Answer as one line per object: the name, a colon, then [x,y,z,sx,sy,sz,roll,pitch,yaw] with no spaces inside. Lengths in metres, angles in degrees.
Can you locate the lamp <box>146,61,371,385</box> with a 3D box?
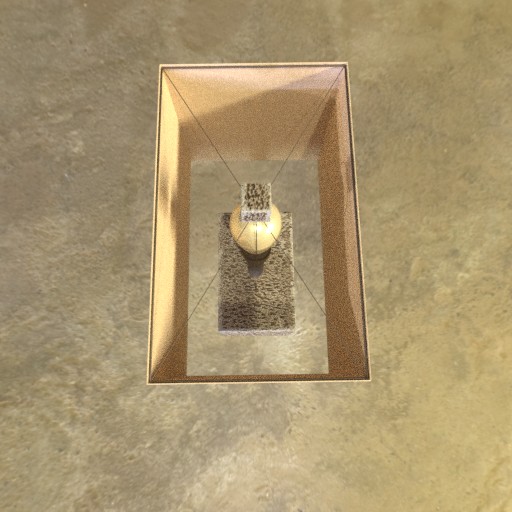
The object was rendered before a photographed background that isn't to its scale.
lamp: [0.000,0.000,0.561,0.180,0.411,0.294,-1,76,0]
